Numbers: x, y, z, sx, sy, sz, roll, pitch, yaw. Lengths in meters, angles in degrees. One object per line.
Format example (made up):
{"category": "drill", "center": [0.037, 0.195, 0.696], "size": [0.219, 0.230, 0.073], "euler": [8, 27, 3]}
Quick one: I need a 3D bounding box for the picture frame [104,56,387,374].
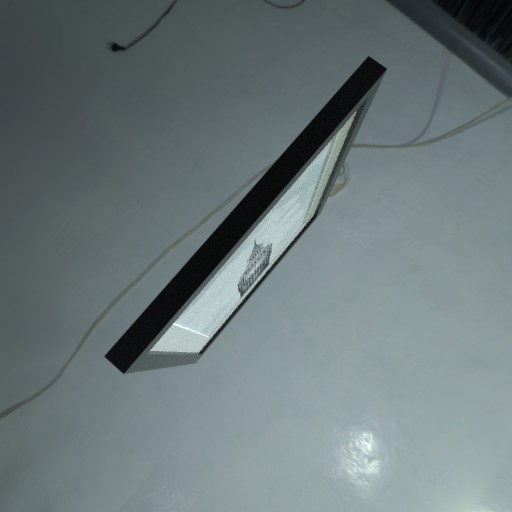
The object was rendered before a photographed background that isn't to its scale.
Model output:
{"category": "picture frame", "center": [0.000, 0.000, 0.767], "size": [0.028, 0.556, 0.460], "euler": [39, 80, 8]}
